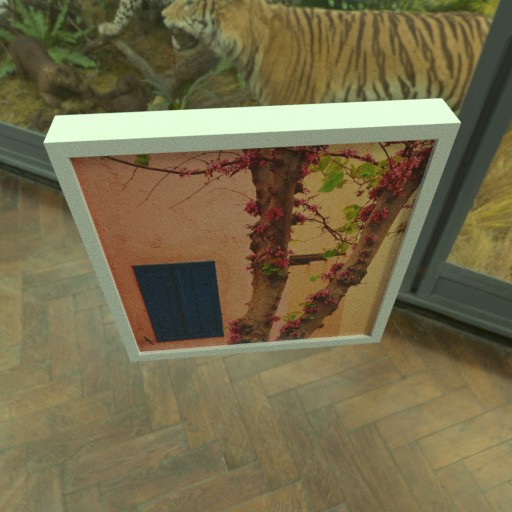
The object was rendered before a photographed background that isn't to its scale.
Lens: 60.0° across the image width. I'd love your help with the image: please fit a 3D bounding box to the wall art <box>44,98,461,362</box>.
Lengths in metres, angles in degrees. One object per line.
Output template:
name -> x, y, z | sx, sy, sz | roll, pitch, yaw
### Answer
wall art -> 0.000, 0.000, 0.445 | 0.305, 0.302, 0.038 | -4, 47, -4
